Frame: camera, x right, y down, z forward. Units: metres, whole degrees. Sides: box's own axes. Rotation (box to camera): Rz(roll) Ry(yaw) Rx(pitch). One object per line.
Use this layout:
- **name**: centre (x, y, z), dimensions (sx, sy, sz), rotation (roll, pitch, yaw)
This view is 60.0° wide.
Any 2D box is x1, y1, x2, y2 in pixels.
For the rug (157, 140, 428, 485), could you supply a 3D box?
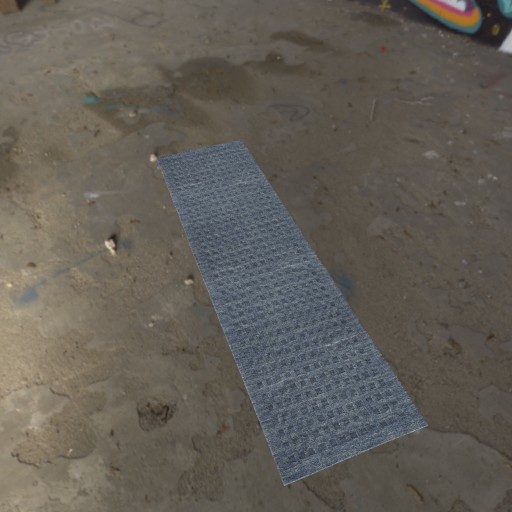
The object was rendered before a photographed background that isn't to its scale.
- **rug**: centre (0.000, 0.000, 2.642), dimensions (0.688, 0.008, 2.443), rotation (-15, 49, -14)
